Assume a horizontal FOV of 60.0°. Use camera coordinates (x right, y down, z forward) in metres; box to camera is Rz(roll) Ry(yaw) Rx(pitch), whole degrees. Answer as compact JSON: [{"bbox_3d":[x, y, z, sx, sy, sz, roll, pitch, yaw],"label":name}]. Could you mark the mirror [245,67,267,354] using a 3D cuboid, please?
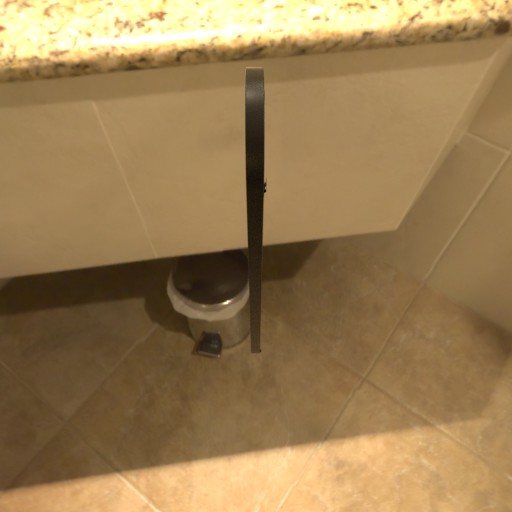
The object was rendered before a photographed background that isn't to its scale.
[{"bbox_3d":[0.000,0.000,1.081,0.032,0.991,0.222,0,59,0],"label":"mirror"}]
